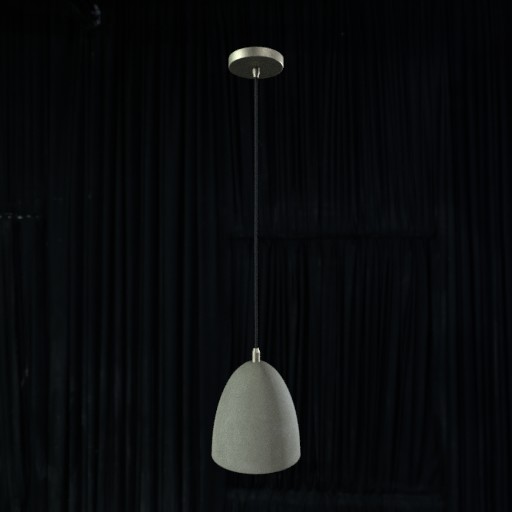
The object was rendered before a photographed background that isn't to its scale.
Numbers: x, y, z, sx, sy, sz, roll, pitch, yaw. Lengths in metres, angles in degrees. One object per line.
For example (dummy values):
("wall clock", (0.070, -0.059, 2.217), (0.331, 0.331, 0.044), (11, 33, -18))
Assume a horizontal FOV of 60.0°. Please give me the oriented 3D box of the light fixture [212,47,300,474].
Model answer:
("light fixture", (0.000, 0.000, 0.856), (0.170, 0.759, 0.170), (0, 0, 0))
